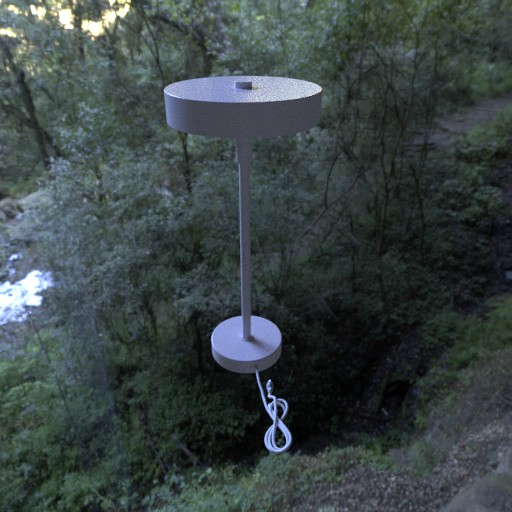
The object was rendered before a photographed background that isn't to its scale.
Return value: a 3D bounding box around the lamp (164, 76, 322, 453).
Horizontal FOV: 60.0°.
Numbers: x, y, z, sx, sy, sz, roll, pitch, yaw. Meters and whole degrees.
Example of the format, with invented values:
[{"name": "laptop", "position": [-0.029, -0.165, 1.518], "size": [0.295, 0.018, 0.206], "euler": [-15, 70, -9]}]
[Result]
[{"name": "lamp", "position": [0.000, 0.000, 0.710], "size": [0.229, 0.508, 0.369], "euler": [-8, 31, -13]}]
